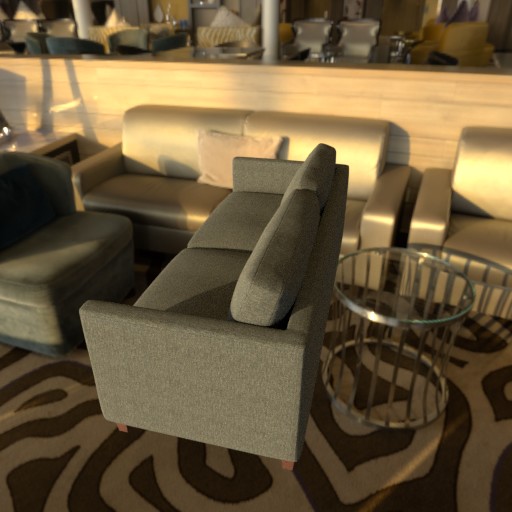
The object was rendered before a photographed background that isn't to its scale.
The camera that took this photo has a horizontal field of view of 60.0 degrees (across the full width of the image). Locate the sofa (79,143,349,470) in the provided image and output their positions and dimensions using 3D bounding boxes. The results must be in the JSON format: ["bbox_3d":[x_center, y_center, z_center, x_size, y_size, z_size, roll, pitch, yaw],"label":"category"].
[{"bbox_3d":[0.000,0.000,2.709,0.948,0.965,2.208,7,30,13],"label":"sofa"}]
